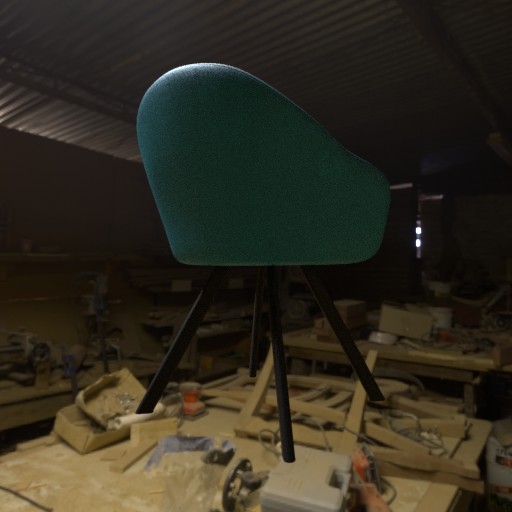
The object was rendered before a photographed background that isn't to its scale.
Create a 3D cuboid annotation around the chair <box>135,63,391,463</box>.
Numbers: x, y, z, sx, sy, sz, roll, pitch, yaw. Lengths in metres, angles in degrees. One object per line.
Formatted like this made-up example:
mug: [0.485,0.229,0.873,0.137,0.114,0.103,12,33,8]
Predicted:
chair: [0.000,0.000,1.125,0.540,0.780,0.570,-1,-1,37]
